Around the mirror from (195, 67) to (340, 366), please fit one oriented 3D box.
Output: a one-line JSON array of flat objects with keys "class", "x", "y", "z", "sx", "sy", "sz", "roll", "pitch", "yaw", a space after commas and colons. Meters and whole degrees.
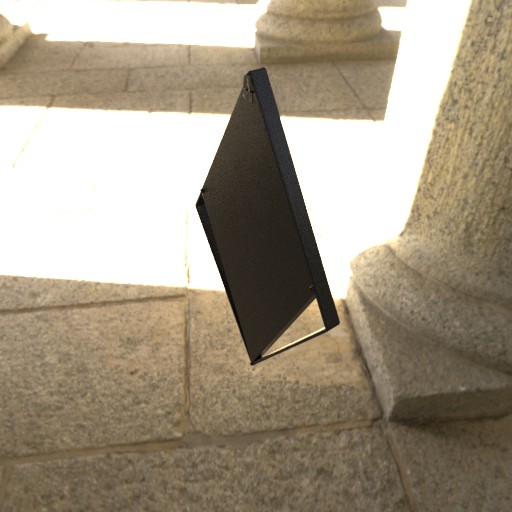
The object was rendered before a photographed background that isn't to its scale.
[{"class": "mirror", "x": 0.000, "y": 0.000, "z": 0.829, "sx": 0.032, "sy": 0.679, "sz": 0.419, "roll": -25, "pitch": 47, "yaw": -26}]
